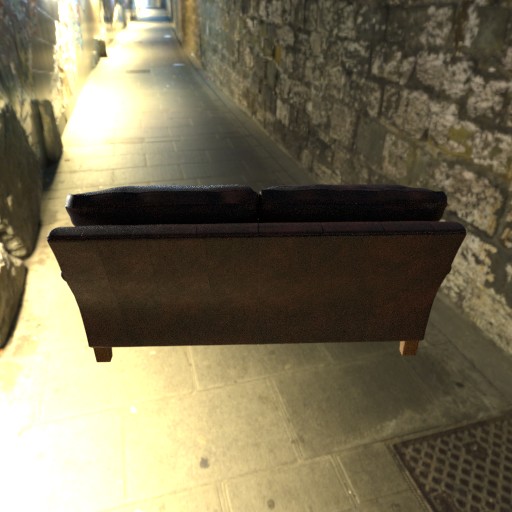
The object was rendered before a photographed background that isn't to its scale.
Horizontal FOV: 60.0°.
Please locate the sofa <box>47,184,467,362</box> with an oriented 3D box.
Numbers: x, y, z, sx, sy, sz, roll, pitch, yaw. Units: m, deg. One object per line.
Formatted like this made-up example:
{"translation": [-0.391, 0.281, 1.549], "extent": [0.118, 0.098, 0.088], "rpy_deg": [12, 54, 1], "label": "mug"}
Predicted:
{"translation": [0.000, 0.000, 2.831], "extent": [2.144, 1.071, 1.147], "rpy_deg": [-1, 30, -2], "label": "sofa"}
